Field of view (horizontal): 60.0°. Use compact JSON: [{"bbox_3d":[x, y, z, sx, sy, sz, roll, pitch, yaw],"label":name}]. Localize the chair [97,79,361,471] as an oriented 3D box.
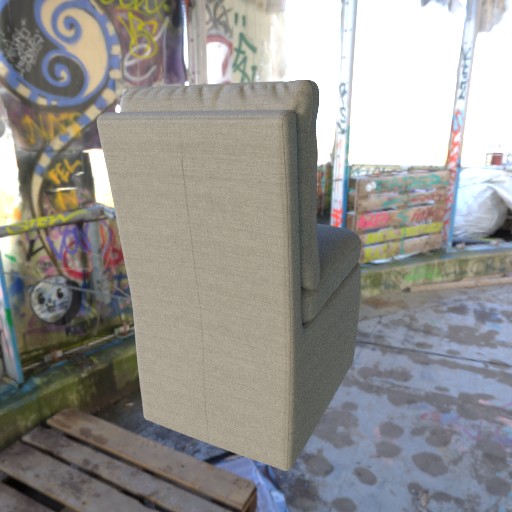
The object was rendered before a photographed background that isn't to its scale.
[{"bbox_3d":[0.000,0.000,1.311,0.503,0.927,0.698,8,19,26],"label":"chair"}]
